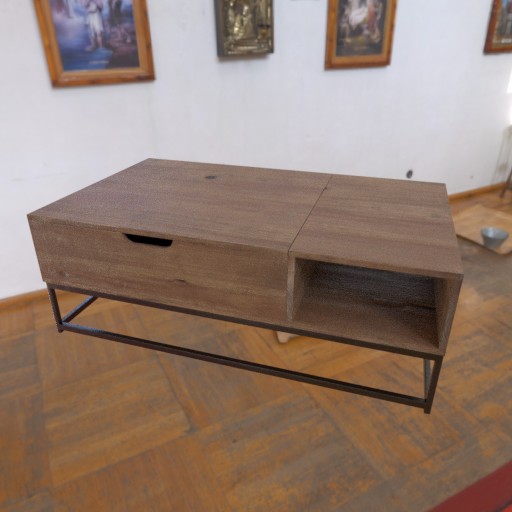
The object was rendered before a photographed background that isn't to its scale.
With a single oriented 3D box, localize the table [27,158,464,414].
[{"bbox_3d":[0.000,0.000,1.419,1.101,0.395,0.655,8,28,16],"label":"table"}]
